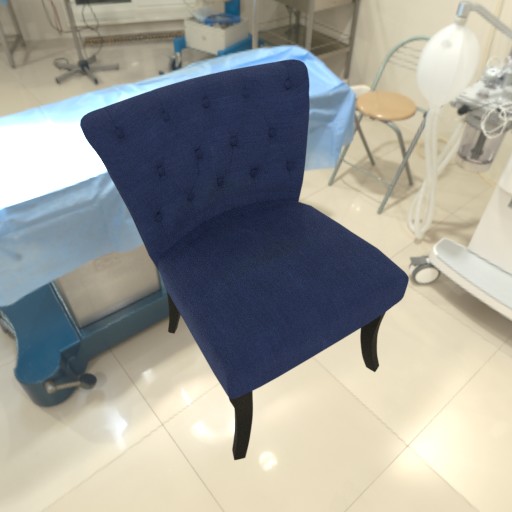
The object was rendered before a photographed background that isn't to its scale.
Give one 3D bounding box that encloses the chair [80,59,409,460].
[{"bbox_3d":[0.000,0.000,1.160,0.585,0.753,0.606,-25,50,-23],"label":"chair"}]
